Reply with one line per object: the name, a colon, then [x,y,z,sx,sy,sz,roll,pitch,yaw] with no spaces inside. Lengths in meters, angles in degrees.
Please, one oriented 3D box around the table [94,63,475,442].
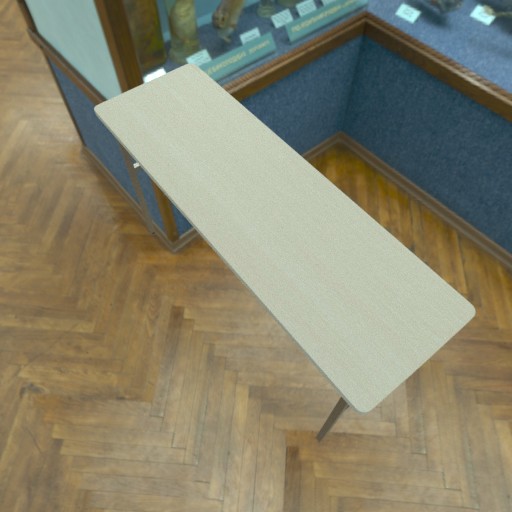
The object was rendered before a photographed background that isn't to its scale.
table: [0.000,0.000,1.734,0.446,0.750,1.397,-34,64,-19]
